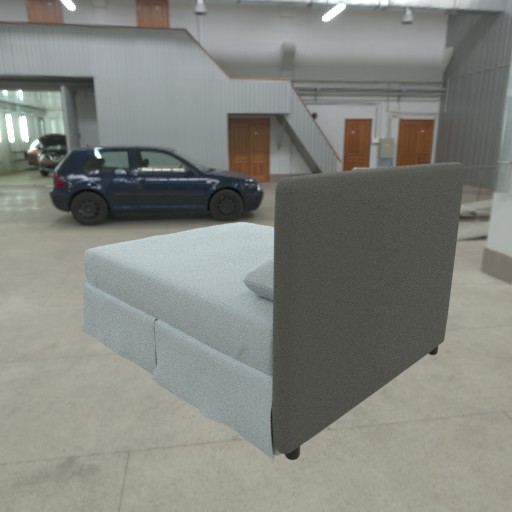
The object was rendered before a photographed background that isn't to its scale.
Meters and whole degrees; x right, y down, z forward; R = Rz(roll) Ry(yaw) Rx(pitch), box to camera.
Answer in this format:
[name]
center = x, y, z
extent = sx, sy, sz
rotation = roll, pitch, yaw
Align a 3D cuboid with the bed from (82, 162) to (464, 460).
[bed]
center = 0.000, 0.000, 3.138
extent = 1.748, 1.330, 2.142
rotation = -14, 20, -43
